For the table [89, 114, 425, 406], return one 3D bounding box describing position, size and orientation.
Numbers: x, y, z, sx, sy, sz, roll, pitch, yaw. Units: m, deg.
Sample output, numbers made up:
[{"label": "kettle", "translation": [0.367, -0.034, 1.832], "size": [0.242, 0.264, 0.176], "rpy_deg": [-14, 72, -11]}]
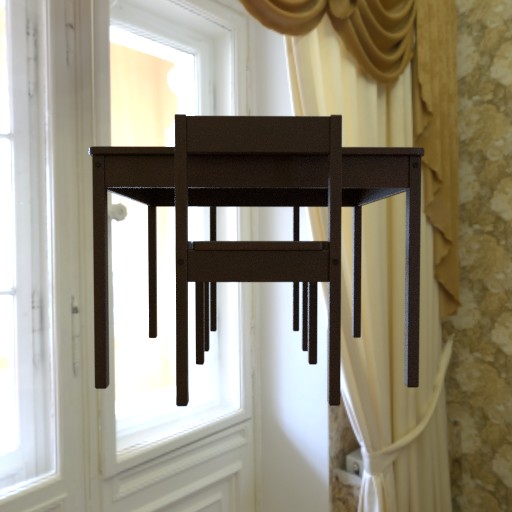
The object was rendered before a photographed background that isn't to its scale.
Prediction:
[{"label": "table", "translation": [0.000, 0.000, 1.095], "size": [0.650, 0.503, 0.672], "rpy_deg": [0, 2, -1]}]
